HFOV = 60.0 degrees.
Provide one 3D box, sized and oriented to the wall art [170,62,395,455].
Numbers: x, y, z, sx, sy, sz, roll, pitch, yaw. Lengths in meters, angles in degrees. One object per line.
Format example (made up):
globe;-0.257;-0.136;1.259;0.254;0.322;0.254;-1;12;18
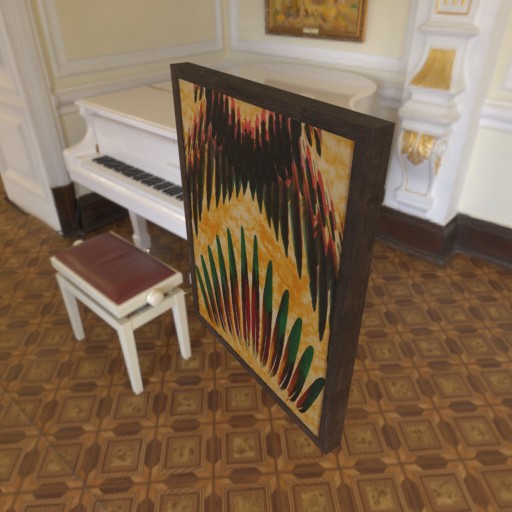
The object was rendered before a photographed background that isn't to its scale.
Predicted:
wall art;0.000;0.000;0.556;0.027;0.406;0.329;-22;39;-30
